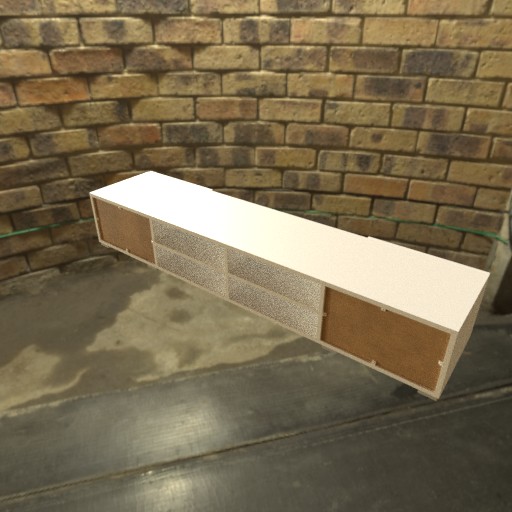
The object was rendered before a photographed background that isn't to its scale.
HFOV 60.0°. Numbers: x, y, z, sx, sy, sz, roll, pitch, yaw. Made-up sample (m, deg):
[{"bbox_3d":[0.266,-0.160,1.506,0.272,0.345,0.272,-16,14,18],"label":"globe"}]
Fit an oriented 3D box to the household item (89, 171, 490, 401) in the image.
[{"bbox_3d":[0.000,0.000,2.047,1.850,0.310,0.420,21,36,31],"label":"household item"}]
